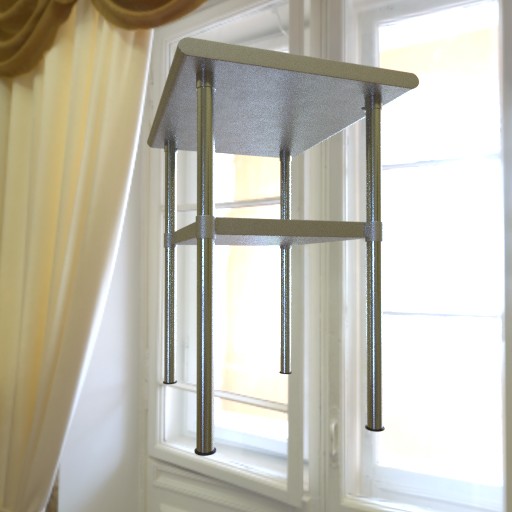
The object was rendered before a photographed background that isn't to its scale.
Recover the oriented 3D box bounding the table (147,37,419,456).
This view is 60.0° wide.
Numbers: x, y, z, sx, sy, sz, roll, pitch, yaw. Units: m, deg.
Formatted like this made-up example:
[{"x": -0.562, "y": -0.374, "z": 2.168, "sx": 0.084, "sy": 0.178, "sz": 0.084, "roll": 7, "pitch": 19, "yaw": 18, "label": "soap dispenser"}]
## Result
[{"x": 0.000, "y": 0.000, "z": 1.339, "sx": 0.584, "sy": 0.876, "sz": 0.762, "roll": 0, "pitch": -1, "yaw": -18, "label": "table"}]
